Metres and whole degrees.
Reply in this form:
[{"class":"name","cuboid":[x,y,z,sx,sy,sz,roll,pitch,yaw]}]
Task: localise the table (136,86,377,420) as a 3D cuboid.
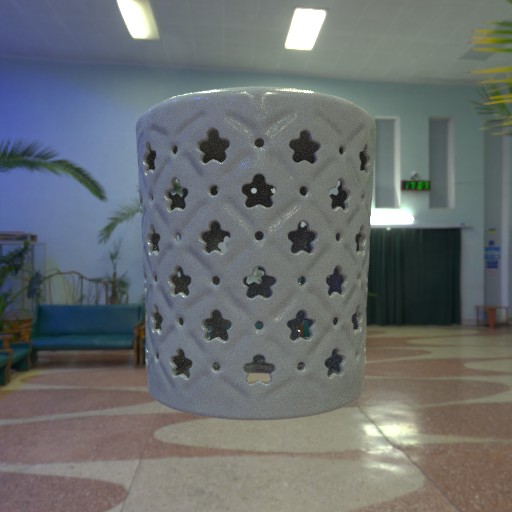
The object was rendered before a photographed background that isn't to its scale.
[{"class":"table","cuboid":[0.000,0.000,0.668,0.352,0.387,0.352,0,-1,0]}]
